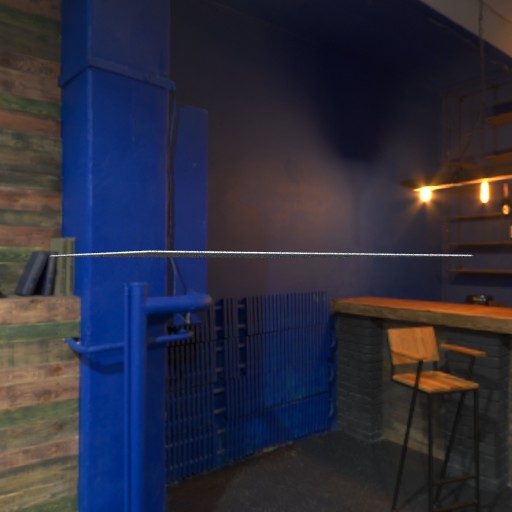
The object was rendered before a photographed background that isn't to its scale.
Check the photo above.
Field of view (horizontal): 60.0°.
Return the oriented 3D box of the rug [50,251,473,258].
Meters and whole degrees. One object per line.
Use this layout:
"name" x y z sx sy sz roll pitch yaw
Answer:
"rug" 0.000 0.000 4.040 3.048 0.012 2.438 0 -1 -35
